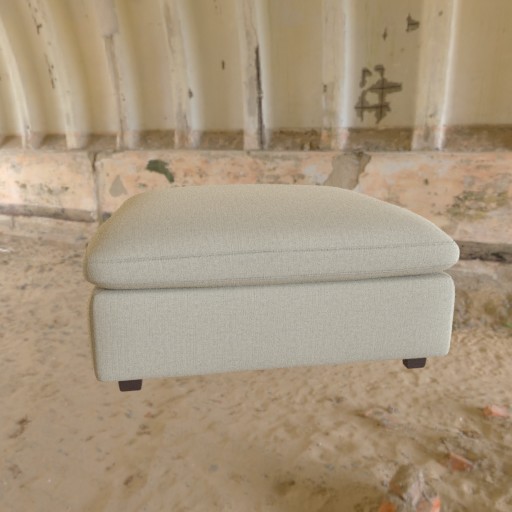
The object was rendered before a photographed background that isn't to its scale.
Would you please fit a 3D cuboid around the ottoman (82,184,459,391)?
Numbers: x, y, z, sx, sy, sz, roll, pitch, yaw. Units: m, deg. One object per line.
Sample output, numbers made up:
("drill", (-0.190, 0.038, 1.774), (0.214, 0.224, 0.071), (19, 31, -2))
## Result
("ottoman", (0.000, 0.000, 1.561), (0.996, 0.467, 0.977), (-2, 15, -8))
